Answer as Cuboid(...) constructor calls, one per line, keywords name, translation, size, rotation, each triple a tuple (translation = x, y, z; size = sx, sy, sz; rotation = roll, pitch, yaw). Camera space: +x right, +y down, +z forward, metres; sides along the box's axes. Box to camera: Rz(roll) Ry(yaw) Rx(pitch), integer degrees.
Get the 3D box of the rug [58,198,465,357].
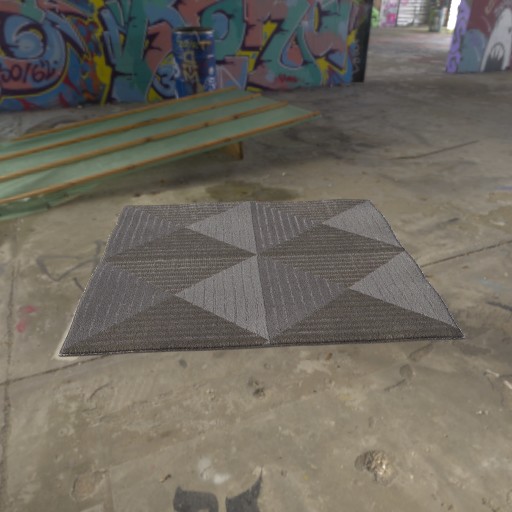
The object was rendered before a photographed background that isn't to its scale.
Cuboid(name="rug", translation=(0.000, 0.000, 0.918), size=(0.642, 0.008, 0.551), rotation=(-2, 31, -3))
